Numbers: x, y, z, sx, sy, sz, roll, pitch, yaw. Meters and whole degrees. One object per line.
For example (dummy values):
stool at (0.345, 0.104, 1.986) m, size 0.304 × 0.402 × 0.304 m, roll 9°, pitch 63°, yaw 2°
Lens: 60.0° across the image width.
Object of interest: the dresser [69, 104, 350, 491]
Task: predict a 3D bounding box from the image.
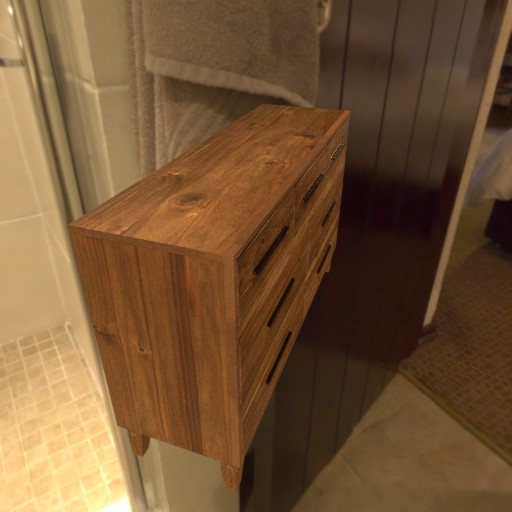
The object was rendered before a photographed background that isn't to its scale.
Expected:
dresser at (0.000, 0.000, 1.784) m, size 0.446 × 0.873 × 1.400 m, roll 11°, pitch 33°, yaw 17°
